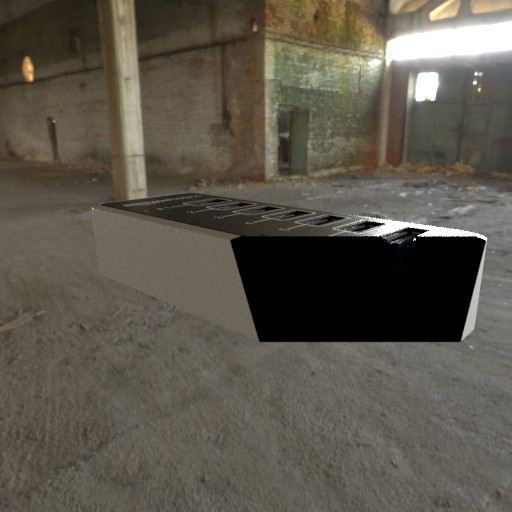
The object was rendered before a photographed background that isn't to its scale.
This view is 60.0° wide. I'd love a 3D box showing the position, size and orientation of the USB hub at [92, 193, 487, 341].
[{"bbox_3d":[0.000,0.000,0.127,0.110,0.023,0.044,14,21,41],"label":"USB hub"}]
